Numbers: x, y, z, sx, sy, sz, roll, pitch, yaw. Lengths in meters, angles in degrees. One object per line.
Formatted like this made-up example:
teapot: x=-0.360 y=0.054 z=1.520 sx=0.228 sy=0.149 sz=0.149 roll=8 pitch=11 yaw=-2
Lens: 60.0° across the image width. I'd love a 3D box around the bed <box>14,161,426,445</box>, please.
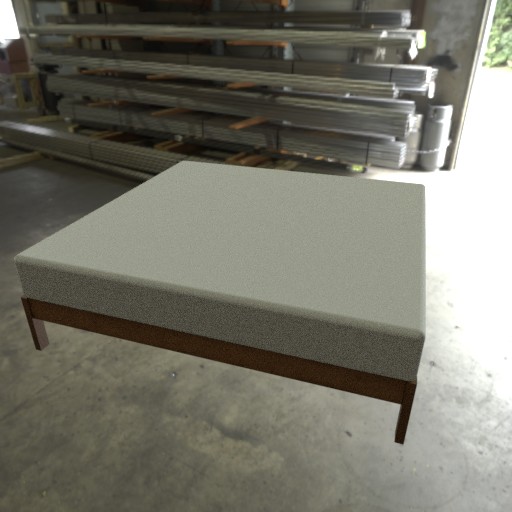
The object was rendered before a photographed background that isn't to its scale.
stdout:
bed: x=0.000 y=0.000 z=2.945 sx=2.049 sy=0.616 sz=1.930 roll=9 pitch=29 yaw=16
